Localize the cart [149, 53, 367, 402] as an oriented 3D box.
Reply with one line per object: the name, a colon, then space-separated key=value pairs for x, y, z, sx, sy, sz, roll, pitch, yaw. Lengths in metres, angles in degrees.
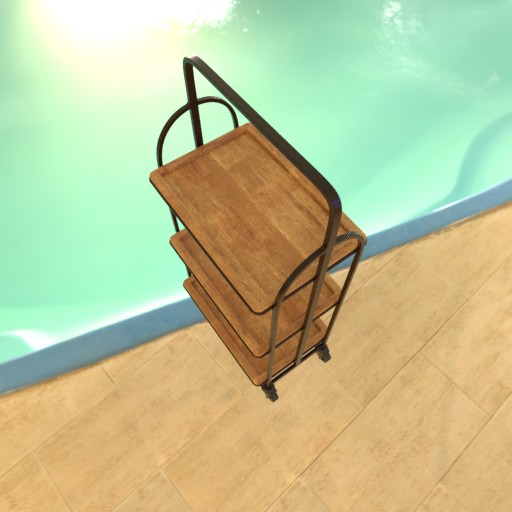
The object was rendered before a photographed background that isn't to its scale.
cart: x=0.000 y=0.000 z=1.246 sx=0.327 sy=1.001 sz=0.553 roll=-32 pitch=65 yaw=-17
